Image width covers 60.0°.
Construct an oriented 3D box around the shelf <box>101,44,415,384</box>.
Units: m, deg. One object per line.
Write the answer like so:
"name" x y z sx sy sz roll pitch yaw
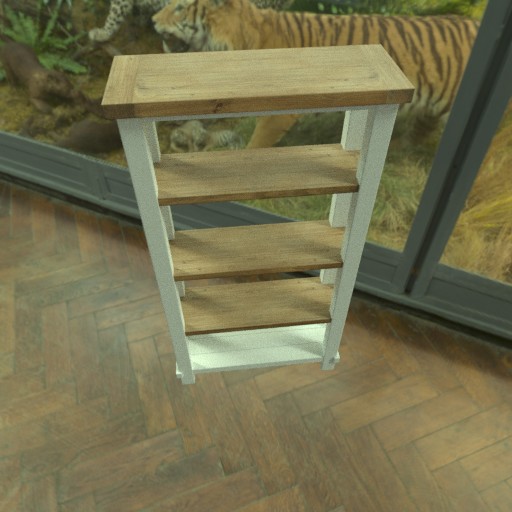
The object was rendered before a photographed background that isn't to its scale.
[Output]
"shelf" 0.000 0.000 2.236 1.022 1.878 0.381 -5 46 -4
